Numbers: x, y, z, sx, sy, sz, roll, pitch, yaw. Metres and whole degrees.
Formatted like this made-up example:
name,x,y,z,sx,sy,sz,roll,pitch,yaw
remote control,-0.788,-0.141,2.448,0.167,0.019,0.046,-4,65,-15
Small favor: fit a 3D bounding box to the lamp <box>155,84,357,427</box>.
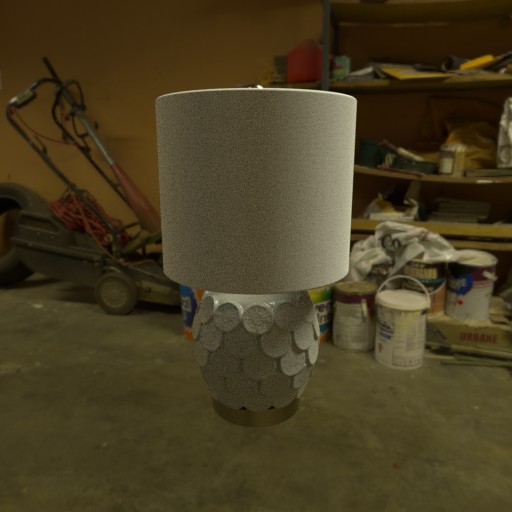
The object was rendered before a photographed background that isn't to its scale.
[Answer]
name,x,y,z,sx,sy,sz,roll,pitch,yaw
lamp,0.000,0.000,0.619,0.254,0.452,0.254,0,13,0
